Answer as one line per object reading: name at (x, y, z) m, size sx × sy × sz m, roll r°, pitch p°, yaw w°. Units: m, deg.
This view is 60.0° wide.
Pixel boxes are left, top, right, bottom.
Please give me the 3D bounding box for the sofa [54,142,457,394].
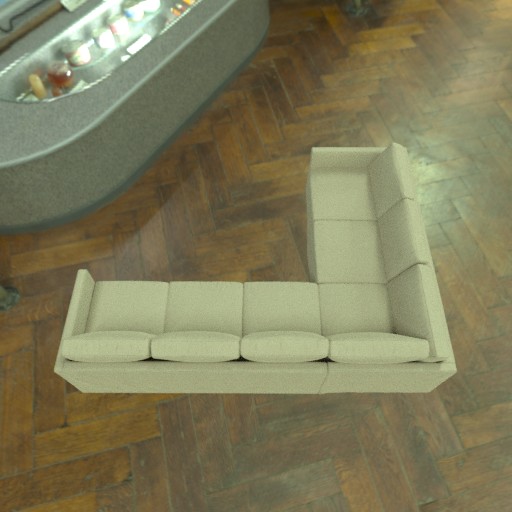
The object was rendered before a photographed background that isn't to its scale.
sofa at (0.000, 0.000, 4.297) m, size 3.182 × 0.871 × 2.432 m, roll 0°, pitch 59°, yaw 0°
